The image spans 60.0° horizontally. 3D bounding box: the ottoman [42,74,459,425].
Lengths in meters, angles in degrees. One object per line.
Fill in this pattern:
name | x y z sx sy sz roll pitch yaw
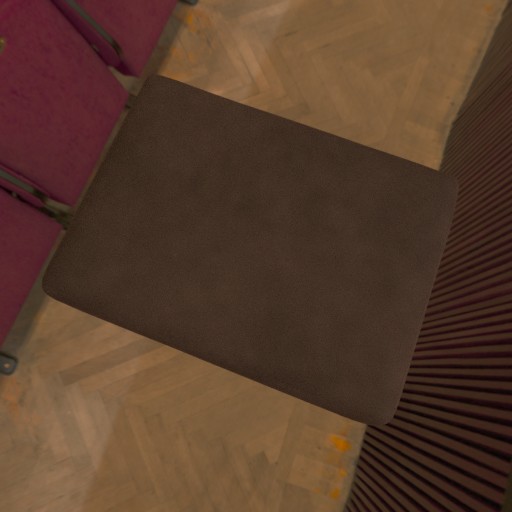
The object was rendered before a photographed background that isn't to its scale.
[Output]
ottoman | 0.000 0.000 1.123 0.773 0.497 0.574 21 77 5
